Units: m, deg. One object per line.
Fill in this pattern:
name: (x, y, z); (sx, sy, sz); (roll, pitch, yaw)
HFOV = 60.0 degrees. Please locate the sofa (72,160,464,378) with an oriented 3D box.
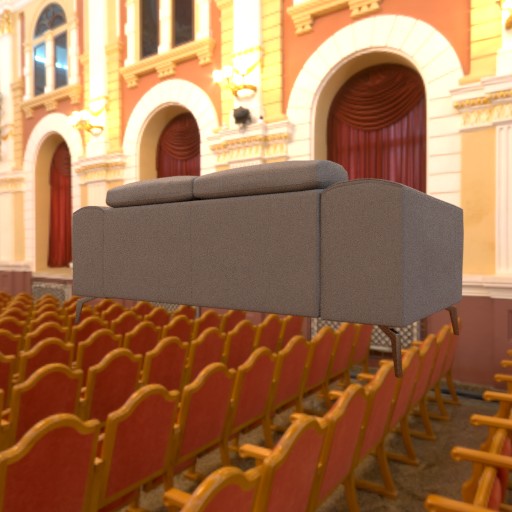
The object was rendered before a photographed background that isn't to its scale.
sofa: (0.000, 0.000, 2.368); (1.895, 0.779, 1.003); (0, 1, 35)
